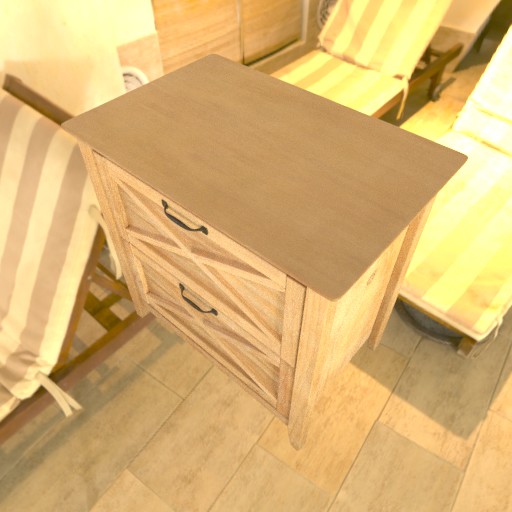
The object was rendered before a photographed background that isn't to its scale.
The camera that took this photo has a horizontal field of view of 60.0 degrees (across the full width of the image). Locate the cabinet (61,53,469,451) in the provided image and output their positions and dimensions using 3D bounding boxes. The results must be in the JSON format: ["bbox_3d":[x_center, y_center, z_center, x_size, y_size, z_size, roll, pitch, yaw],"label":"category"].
[{"bbox_3d":[0.000,0.000,1.254,0.763,0.762,0.503,33,56,26],"label":"cabinet"}]
